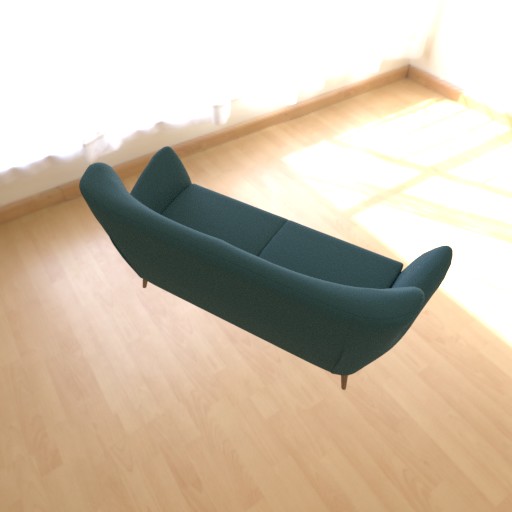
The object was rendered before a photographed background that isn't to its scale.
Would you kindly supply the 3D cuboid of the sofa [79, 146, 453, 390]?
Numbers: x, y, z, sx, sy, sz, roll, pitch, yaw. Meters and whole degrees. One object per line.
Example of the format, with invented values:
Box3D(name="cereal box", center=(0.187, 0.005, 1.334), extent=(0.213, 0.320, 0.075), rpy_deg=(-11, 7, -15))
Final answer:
Box3D(name="sofa", center=(0.000, 0.000, 2.522), extent=(1.930, 0.890, 0.889), rpy_deg=(23, 51, 21))
